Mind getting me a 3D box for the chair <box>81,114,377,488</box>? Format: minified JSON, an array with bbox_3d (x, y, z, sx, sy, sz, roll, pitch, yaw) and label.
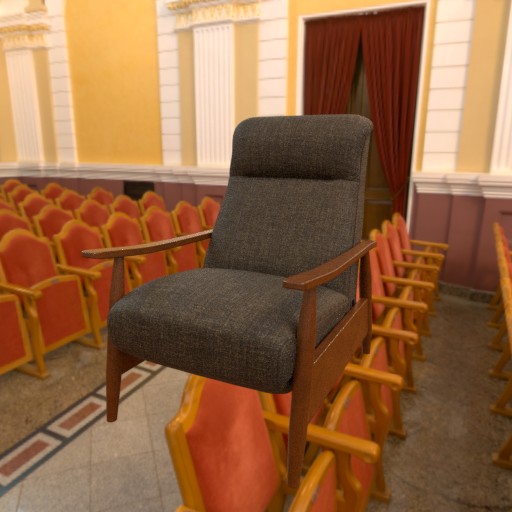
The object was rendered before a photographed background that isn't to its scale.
[{"bbox_3d":[0.000,0.000,1.712,0.762,1.082,1.014,7,16,25],"label":"chair"}]
